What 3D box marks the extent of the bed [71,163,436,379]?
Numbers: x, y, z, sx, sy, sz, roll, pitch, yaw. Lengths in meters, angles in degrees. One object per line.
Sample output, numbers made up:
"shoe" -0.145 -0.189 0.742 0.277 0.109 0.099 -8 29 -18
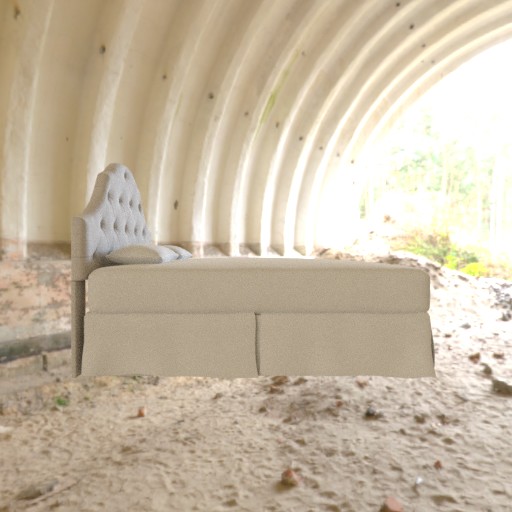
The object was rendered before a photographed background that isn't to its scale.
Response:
"bed" 0.000 0.000 3.931 2.477 1.617 2.039 0 0 0
